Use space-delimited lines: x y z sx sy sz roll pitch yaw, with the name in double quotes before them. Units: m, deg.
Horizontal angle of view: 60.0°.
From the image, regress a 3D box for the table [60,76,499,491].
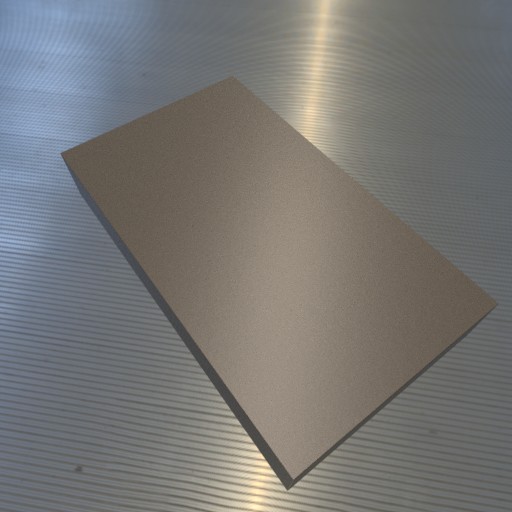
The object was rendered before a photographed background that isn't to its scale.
"table" 0.000 0.000 1.470 0.703 0.404 1.201 -32 62 -19
